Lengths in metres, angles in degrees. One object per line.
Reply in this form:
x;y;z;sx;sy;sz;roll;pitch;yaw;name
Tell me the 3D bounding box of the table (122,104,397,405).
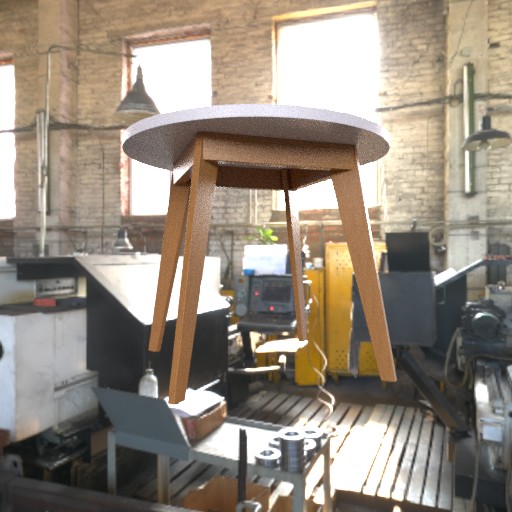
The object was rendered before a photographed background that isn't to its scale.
0.000;0.000;1.551;0.896;0.762;0.896;0;0;0;table
